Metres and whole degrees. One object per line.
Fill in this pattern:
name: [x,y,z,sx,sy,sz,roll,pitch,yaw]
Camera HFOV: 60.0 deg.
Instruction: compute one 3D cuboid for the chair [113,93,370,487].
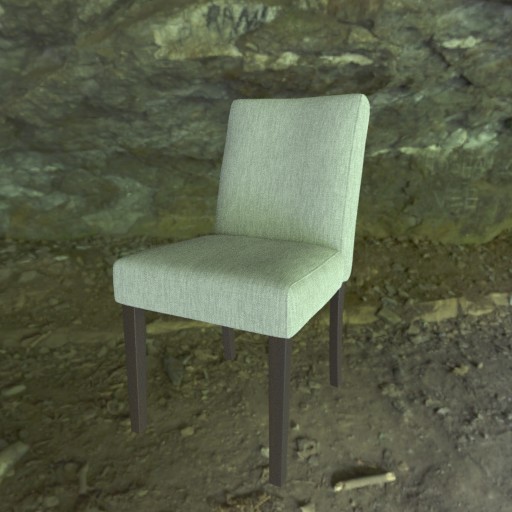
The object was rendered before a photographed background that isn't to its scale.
chair: [0.000,0.000,1.236,0.487,0.884,0.629,7,16,26]
